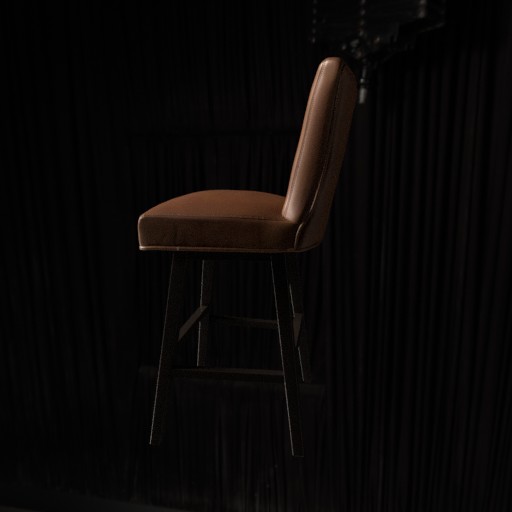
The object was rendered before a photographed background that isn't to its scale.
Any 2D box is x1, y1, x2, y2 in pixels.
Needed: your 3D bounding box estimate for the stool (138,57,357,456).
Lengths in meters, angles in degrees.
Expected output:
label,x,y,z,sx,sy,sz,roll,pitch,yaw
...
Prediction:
label,x,y,z,sx,sy,sz,roll,pitch,yaw
stool,0.000,0.000,1.433,0.585,1.094,0.522,2,14,10
